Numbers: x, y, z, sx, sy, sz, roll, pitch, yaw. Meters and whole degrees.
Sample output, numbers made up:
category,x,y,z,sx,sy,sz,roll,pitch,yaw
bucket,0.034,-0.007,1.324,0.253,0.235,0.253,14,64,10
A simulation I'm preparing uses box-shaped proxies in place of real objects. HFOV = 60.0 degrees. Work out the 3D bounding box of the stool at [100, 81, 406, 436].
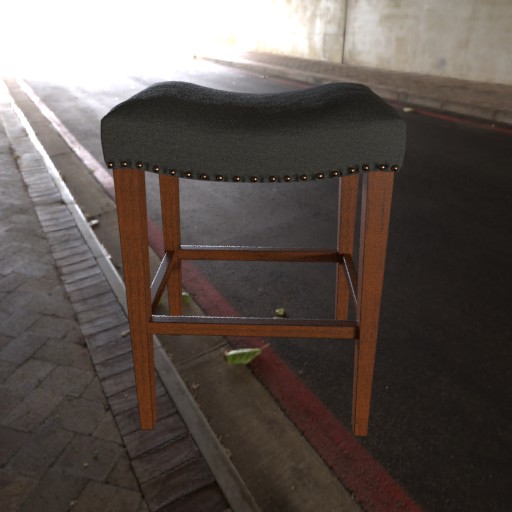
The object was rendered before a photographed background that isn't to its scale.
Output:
category,x,y,z,sx,sy,sz,roll,pitch,yaw
stool,0.000,0.000,0.853,0.439,0.612,0.320,1,29,2
